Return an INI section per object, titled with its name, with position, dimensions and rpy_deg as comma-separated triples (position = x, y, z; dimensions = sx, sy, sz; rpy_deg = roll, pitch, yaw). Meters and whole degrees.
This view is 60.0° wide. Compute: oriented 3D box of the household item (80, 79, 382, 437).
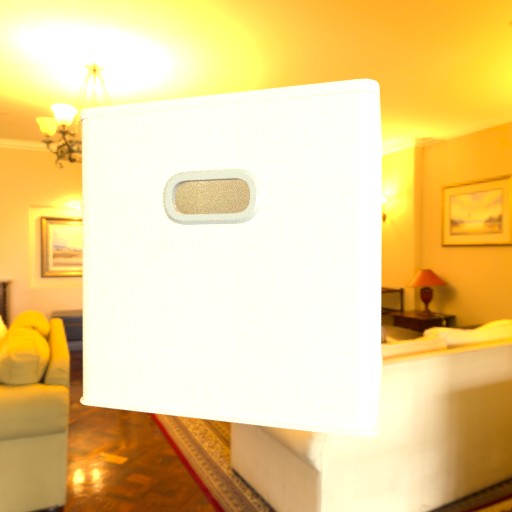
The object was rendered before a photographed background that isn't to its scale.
[household item]
position = 0.000, 0.000, 0.559
dimensions = 0.305, 0.305, 0.305
rpy_deg = 0, 1, 16
